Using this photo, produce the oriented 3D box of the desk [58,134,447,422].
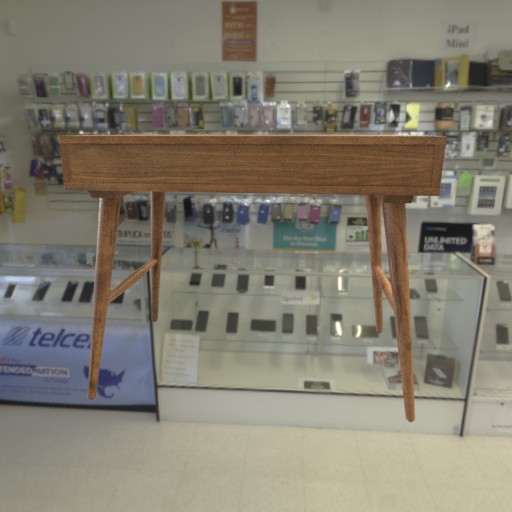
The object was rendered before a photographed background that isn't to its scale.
[{"bbox_3d":[0.000,0.000,1.441,0.949,0.758,0.588,2,16,6],"label":"desk"}]
